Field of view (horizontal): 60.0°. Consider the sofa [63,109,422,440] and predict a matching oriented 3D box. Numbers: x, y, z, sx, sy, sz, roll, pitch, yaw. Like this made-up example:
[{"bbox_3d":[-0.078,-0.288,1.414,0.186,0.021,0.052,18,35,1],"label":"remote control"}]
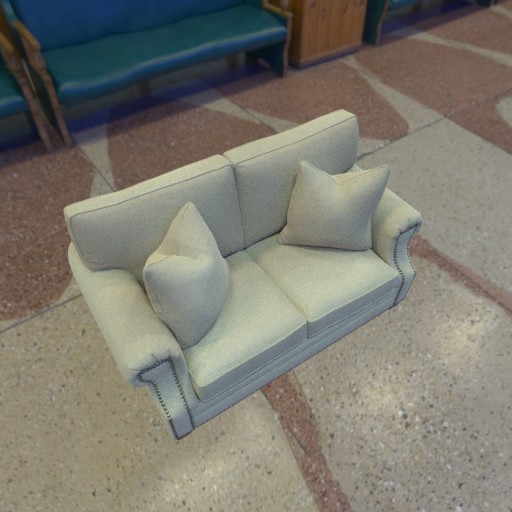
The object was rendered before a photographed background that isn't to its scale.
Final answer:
[{"bbox_3d":[0.000,0.000,2.333,1.701,0.966,0.966,-26,52,-22],"label":"sofa"}]
